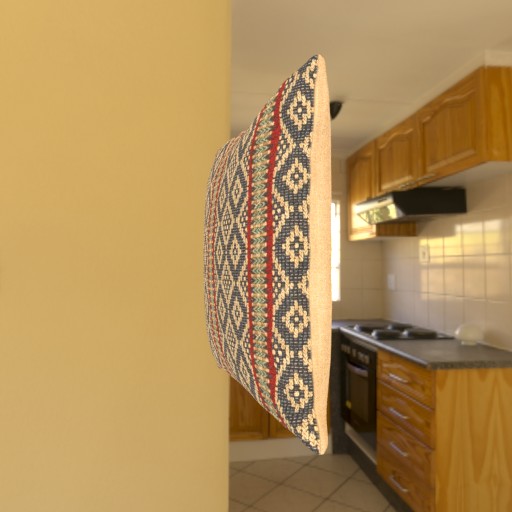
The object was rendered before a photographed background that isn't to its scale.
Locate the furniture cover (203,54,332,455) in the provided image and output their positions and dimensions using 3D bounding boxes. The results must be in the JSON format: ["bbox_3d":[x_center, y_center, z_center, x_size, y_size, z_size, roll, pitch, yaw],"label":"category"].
[{"bbox_3d":[0.000,0.000,0.676,0.139,0.431,0.431,0,-2,-19],"label":"furniture cover"}]
